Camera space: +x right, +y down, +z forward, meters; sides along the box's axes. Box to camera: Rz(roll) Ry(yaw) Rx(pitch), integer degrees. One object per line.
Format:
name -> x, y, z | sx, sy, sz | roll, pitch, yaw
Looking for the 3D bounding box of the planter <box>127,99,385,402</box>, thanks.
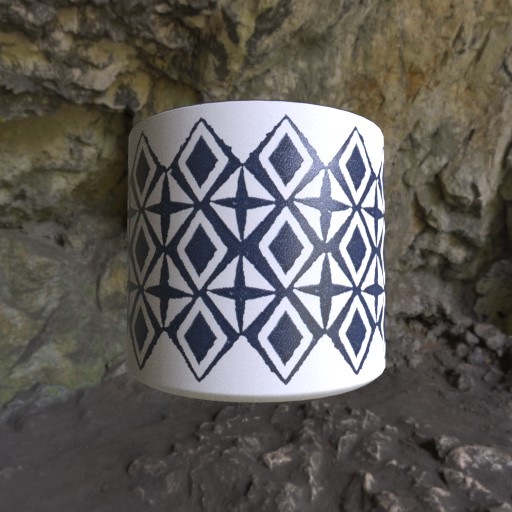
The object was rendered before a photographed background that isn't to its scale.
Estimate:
planter -> 0.000, 0.000, 0.326 | 0.182, 0.165, 0.182 | 0, -1, 0
